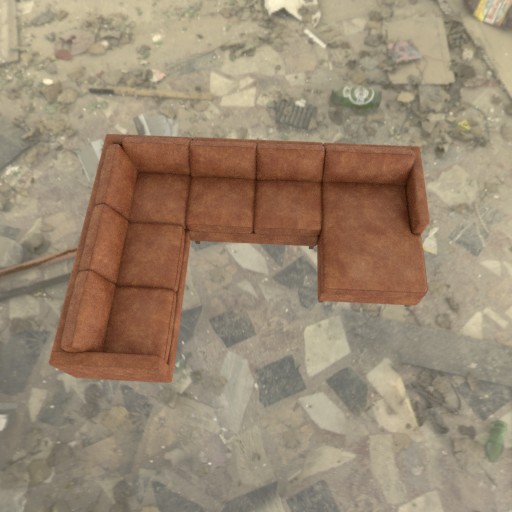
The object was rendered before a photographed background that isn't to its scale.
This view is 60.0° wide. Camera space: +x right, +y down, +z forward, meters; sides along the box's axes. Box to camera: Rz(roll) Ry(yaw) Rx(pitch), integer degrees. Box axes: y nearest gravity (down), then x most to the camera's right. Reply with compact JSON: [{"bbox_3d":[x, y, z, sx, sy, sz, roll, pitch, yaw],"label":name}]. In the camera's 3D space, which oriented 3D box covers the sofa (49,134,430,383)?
[{"bbox_3d":[0.000,0.000,4.418,3.324,0.888,2.452,3,65,1],"label":"sofa"}]
